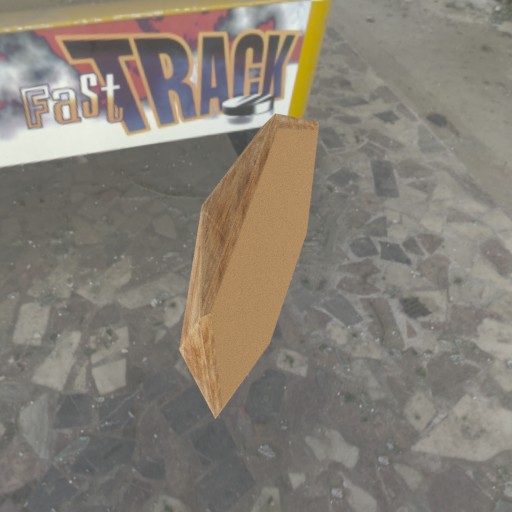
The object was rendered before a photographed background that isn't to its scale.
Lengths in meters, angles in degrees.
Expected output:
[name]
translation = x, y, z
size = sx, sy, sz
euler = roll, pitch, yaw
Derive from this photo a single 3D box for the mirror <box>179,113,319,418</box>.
[mirror]
translation = 0.000, 0.000, 1.095
size = 0.091, 0.779, 0.675
euler = 17, 49, 15
